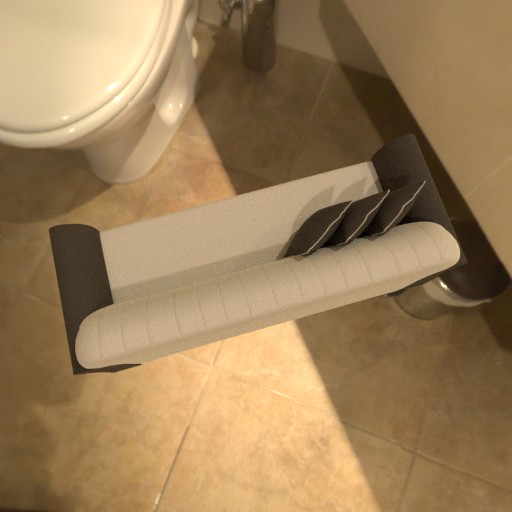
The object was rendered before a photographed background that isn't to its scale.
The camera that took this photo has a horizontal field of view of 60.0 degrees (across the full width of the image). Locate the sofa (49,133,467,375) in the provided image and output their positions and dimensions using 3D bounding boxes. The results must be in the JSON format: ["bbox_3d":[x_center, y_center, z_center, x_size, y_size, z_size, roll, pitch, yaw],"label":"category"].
[{"bbox_3d":[0.000,0.000,2.434,2.001,0.787,0.755,-15,76,-4],"label":"sofa"}]
